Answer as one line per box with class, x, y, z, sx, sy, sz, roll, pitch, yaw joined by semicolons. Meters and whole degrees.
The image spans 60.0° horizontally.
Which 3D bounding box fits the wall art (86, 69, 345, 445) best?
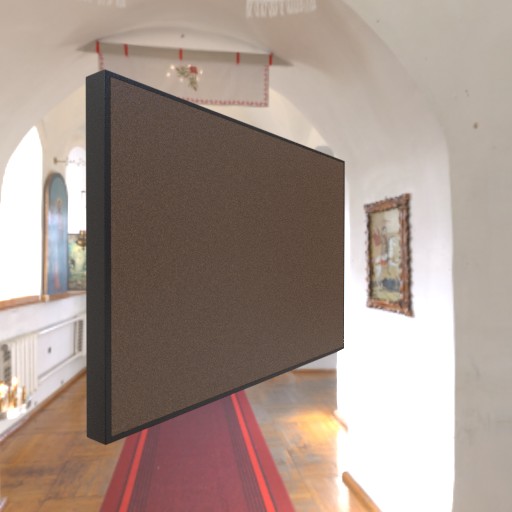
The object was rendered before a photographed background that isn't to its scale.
wall art;0.000;0.000;1.147;0.058;0.640;0.939;0;1;36
